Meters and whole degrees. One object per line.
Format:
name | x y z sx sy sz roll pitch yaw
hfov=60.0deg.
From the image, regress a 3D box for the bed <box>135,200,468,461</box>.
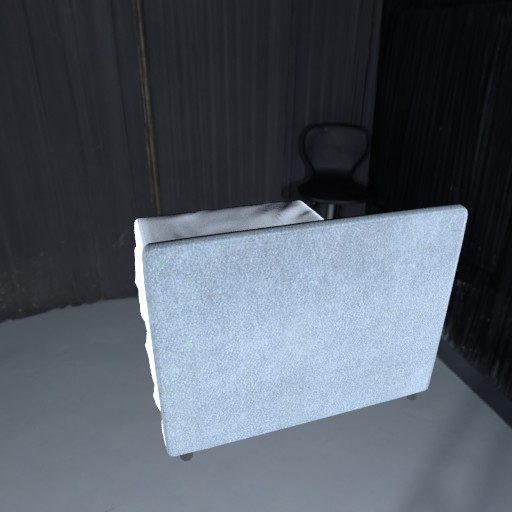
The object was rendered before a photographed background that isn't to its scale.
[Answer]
bed | 0.000 0.000 3.228 1.713 1.330 2.142 -8 28 -16
